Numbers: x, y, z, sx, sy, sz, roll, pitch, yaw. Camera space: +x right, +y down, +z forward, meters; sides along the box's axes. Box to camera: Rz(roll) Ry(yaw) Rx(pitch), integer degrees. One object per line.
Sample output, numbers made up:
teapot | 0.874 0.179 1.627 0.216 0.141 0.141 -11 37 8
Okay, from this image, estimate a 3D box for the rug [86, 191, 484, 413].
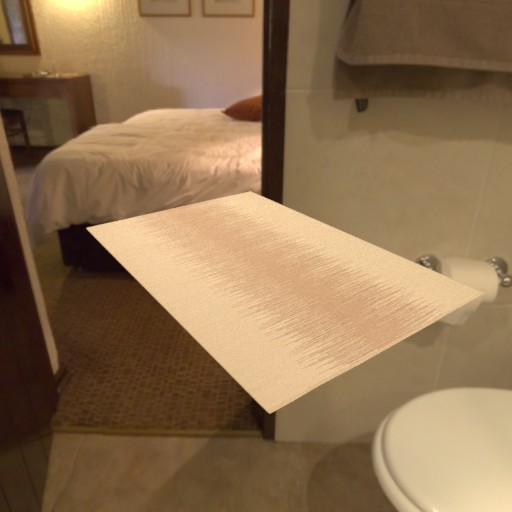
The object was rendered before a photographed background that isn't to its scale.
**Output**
rug | 0.000 0.000 2.364 1.234 0.006 1.850 -18 31 -32
